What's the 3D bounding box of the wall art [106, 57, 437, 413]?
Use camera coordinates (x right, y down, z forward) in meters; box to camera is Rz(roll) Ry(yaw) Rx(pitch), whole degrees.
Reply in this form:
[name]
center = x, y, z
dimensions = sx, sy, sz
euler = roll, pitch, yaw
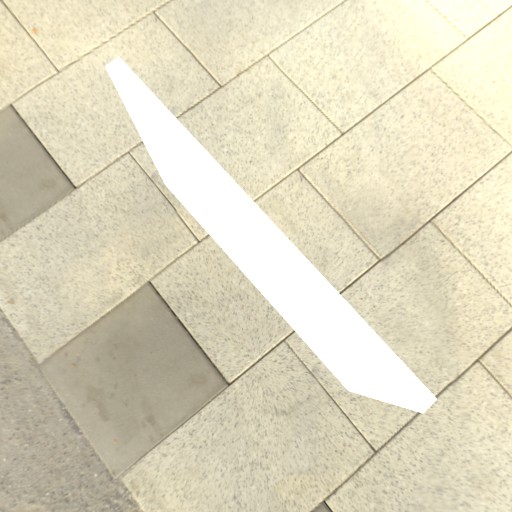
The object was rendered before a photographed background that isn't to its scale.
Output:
[wall art]
center = 0.000, 0.000, 1.651
dimensions = 0.051, 0.902, 1.308
euler = -40, 80, -9
